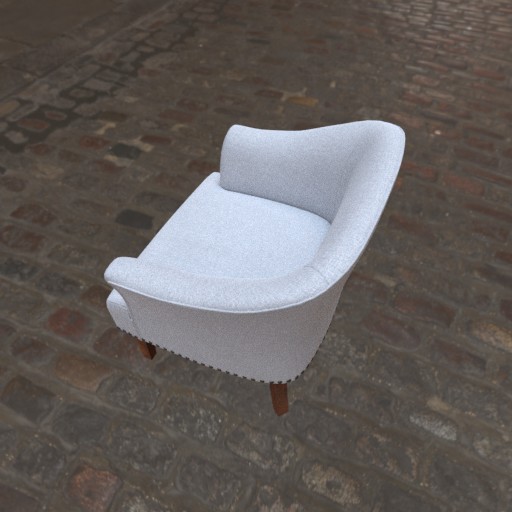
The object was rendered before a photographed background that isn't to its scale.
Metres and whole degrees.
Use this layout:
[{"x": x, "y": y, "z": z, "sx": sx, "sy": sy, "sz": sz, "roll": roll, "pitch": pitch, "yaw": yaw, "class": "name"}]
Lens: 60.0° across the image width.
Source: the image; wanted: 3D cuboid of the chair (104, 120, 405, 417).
[{"x": 0.000, "y": 0.000, "z": 1.431, "sx": 0.704, "sy": 0.815, "sz": 0.798, "roll": 18, "pitch": 50, "yaw": 16, "class": "chair"}]
